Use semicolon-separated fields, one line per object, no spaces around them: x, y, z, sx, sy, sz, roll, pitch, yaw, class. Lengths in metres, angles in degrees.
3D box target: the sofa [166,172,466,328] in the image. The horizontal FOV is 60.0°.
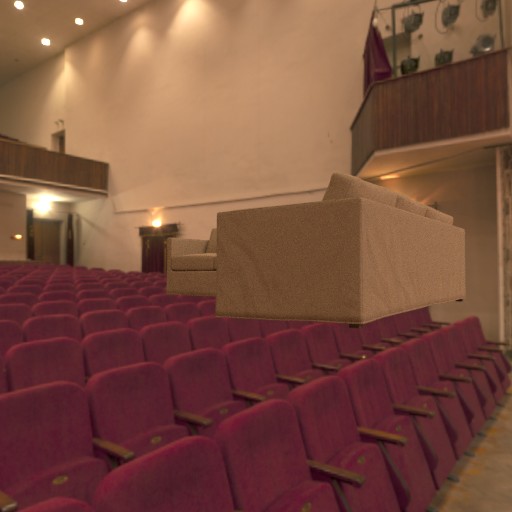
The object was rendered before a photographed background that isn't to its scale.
0.000;0.000;4.194;3.182;0.871;2.432;-1;-2;37;sofa
